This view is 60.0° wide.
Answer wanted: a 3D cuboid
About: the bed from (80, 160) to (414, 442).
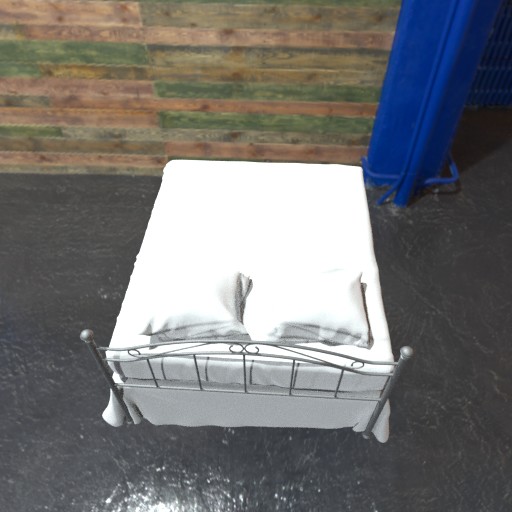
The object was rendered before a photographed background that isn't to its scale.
[{"bbox_3d":[0.000,0.000,3.269,1.936,1.080,2.215,3,48,2],"label":"bed"}]
